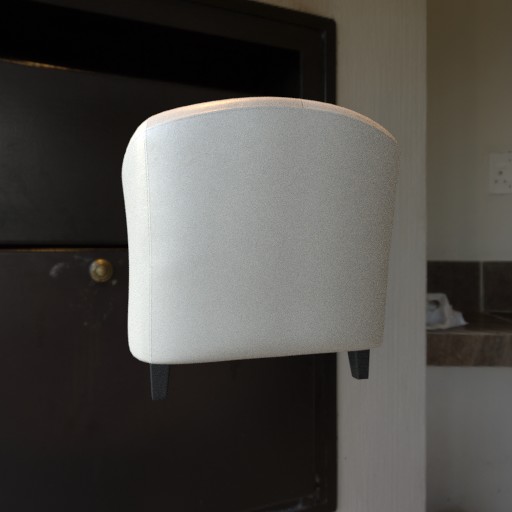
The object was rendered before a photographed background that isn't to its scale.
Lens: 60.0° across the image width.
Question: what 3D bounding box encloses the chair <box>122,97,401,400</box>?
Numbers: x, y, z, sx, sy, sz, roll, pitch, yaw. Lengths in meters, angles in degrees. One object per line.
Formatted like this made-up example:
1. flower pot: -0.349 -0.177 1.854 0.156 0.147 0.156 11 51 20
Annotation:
1. chair: 0.000 0.000 1.378 0.792 0.756 0.727 0 1 -18
